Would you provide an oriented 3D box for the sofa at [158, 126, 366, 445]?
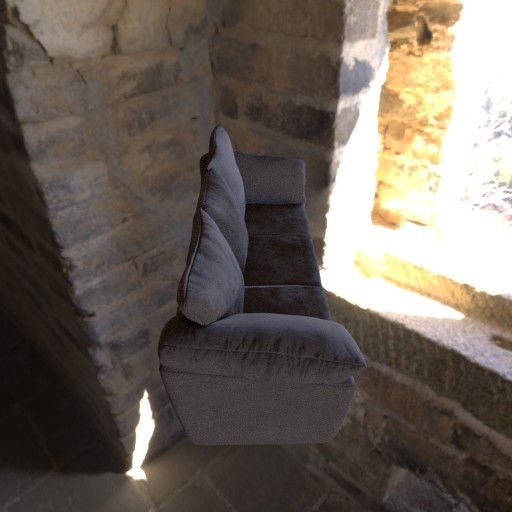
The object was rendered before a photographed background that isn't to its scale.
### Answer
[{"bbox_3d":[0.000,0.000,2.897,0.878,1.073,2.336,-1,34,-1],"label":"sofa"}]
